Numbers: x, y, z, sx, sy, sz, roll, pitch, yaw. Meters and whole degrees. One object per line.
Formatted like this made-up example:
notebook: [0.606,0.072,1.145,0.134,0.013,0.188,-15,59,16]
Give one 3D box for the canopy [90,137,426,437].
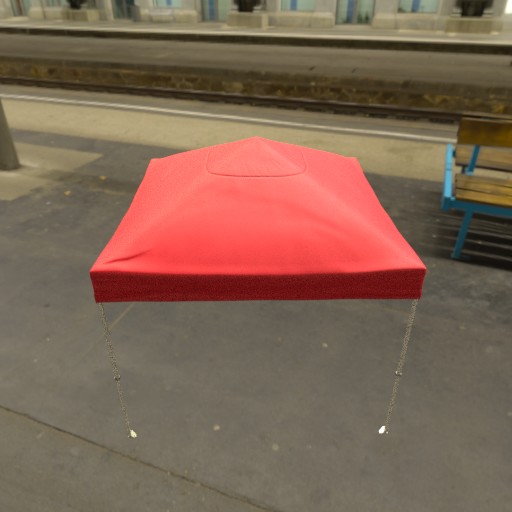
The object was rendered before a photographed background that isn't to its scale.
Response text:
canopy: [0.000,0.000,5.547,2.998,2.997,2.996,-1,31,-1]
